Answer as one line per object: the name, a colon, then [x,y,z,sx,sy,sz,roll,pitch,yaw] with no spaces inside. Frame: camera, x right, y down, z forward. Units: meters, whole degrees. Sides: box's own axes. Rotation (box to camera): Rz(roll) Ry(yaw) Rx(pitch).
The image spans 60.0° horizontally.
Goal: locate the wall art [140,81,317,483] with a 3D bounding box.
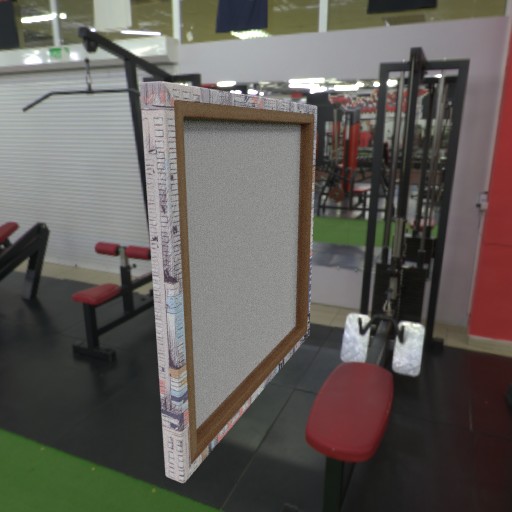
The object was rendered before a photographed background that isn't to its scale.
wall art: [0.000,0.000,1.130,0.048,0.762,0.761,7,17,25]
